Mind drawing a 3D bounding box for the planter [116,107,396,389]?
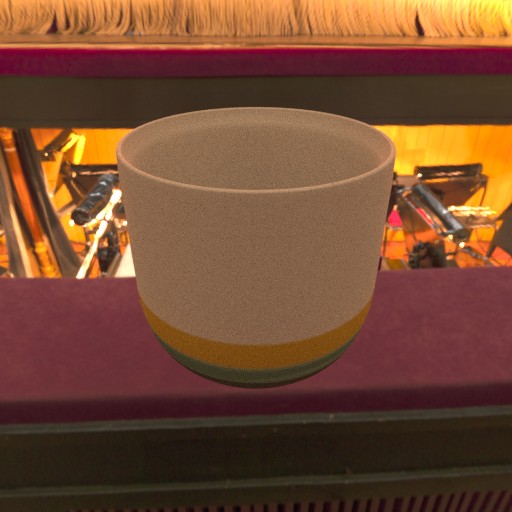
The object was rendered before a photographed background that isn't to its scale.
[{"bbox_3d":[0.000,0.000,0.504,0.268,0.270,0.268,0,31,0],"label":"planter"}]
